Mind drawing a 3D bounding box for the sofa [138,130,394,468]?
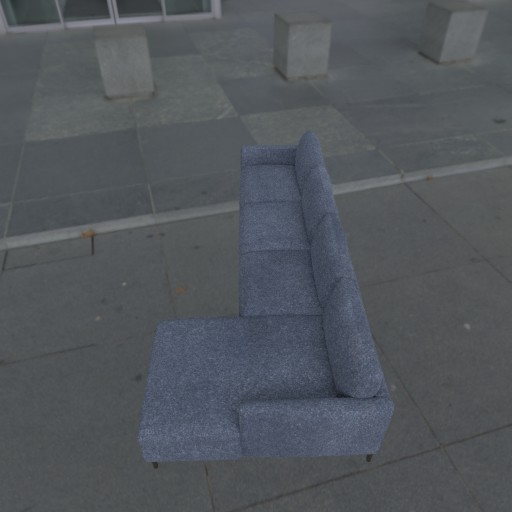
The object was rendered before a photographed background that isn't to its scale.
[{"bbox_3d":[0.000,0.000,3.434,1.350,0.810,2.932,-1,41,-1],"label":"sofa"}]
